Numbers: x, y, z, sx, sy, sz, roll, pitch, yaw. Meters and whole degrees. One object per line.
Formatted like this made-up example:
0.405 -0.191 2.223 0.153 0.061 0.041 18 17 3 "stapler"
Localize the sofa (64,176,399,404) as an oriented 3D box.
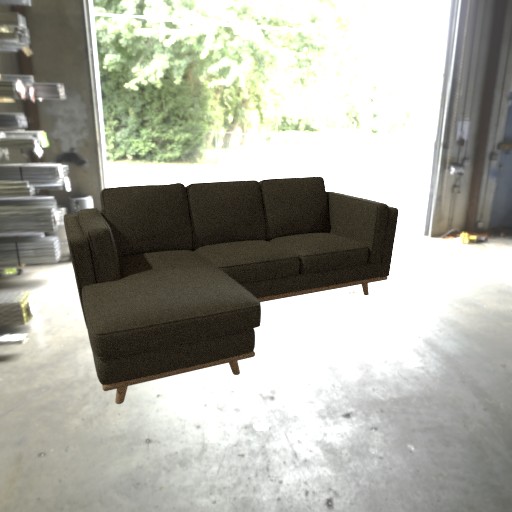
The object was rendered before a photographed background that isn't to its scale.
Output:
0.000 0.000 3.134 2.411 0.929 1.604 -7 18 -24 "sofa"
